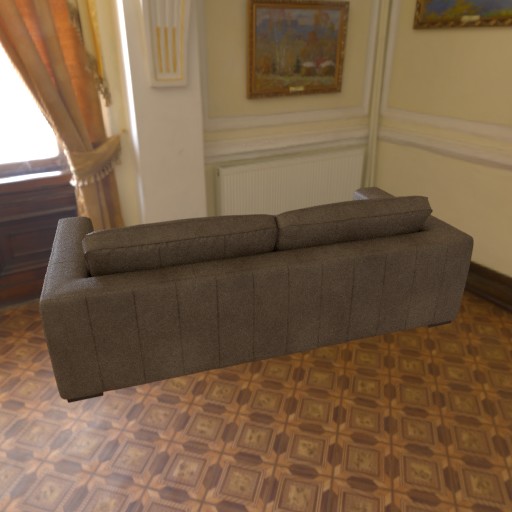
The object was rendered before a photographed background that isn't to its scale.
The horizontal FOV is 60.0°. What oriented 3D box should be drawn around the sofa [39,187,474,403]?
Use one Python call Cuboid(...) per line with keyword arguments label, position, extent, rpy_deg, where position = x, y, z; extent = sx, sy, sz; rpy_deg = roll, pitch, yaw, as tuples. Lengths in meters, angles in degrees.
Cuboid(label="sofa", position=(0.000, 0.000, 2.681), extent=(2.262, 0.801, 1.070), rpy_deg=(-8, 27, -16))
